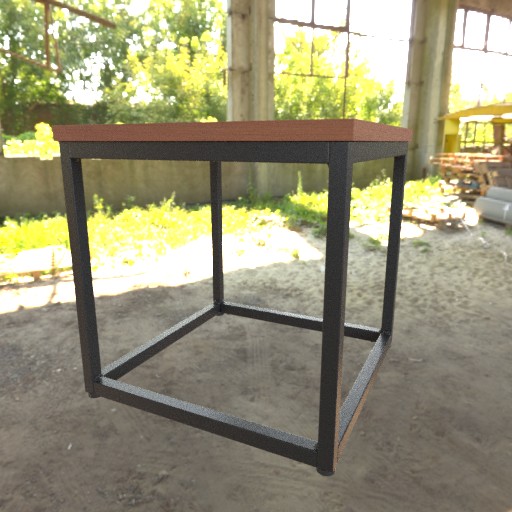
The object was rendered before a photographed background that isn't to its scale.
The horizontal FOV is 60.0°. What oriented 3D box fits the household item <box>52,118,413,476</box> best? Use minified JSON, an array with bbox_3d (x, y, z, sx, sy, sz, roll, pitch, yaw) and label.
[{"bbox_3d":[0.000,0.000,0.719,0.400,0.400,0.400,7,16,25],"label":"household item"}]
